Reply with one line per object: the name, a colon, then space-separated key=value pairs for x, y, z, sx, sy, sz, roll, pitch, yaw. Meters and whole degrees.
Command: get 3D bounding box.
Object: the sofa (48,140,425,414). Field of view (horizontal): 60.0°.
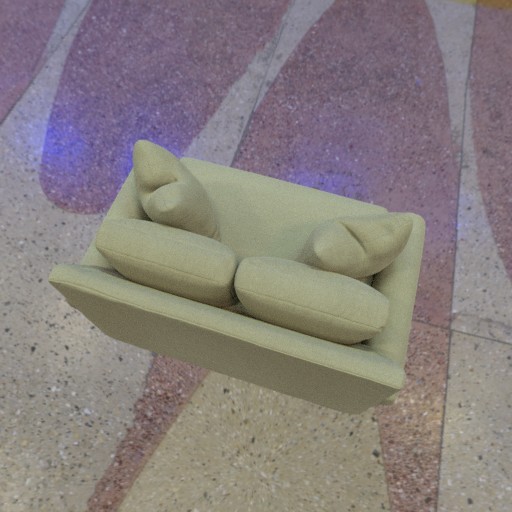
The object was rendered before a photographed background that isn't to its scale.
sofa: x=0.000 y=0.000 z=2.205 sx=1.550 sy=0.905 sz=1.070 roll=16 pitch=65 yaw=8
